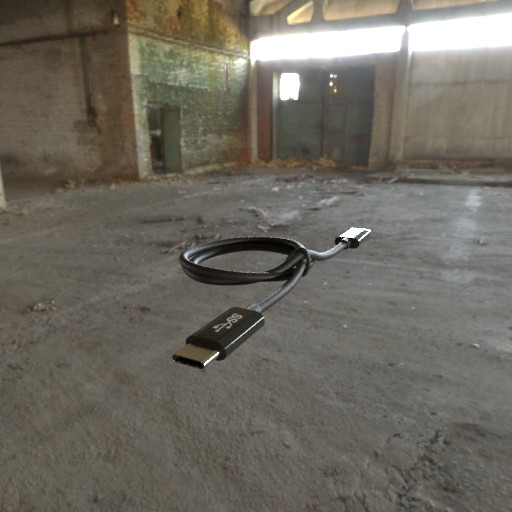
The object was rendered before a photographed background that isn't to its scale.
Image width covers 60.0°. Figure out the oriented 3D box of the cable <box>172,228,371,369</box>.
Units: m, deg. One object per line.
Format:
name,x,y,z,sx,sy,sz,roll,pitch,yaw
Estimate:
cable,0.000,0.000,0.213,0.070,0.014,0.186,8,18,26
